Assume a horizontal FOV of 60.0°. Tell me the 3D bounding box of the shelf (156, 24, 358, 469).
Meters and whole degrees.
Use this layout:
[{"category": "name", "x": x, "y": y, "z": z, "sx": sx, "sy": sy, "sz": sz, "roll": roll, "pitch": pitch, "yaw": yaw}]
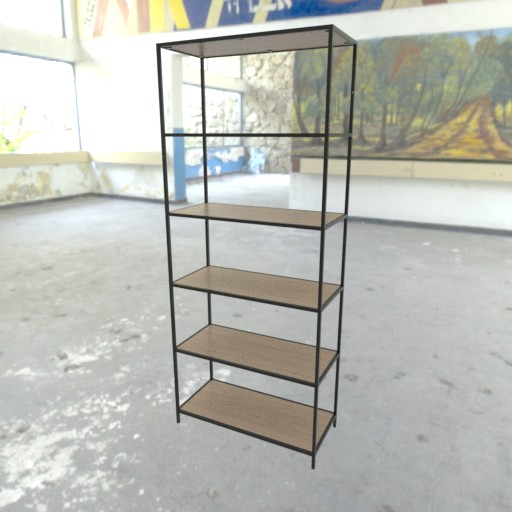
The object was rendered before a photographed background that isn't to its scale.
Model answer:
[{"category": "shelf", "x": 0.000, "y": 0.000, "z": 2.099, "sx": 0.770, "sy": 1.850, "sz": 0.350, "roll": 8, "pitch": 17, "yaw": 25}]
